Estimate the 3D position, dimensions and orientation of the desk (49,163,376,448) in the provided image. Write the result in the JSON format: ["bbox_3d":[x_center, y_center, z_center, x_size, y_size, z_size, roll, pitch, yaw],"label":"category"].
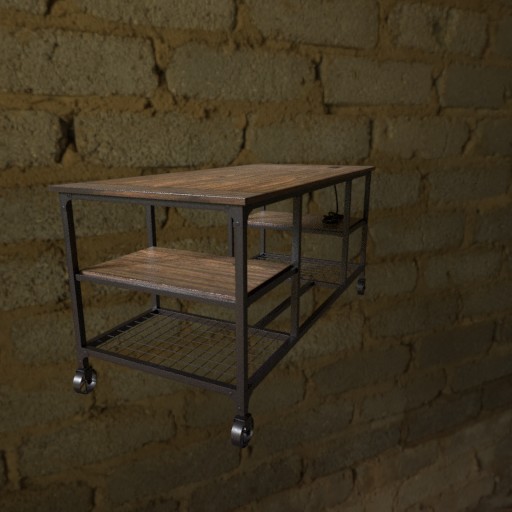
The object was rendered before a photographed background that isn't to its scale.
[{"bbox_3d":[0.000,0.000,2.035,0.711,0.751,1.590,7,16,25],"label":"desk"}]
